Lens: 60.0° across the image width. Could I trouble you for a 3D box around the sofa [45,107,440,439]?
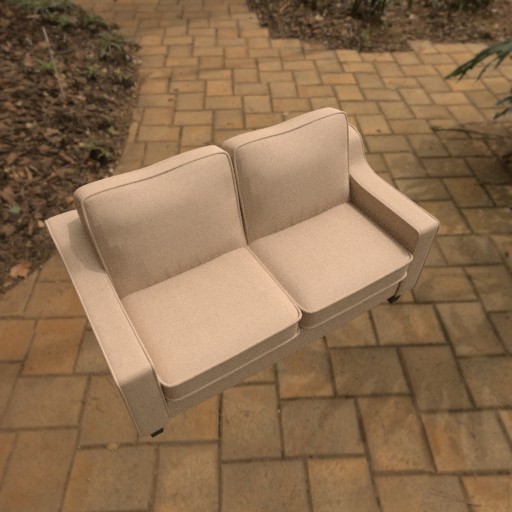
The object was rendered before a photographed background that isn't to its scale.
[{"bbox_3d":[0.000,0.000,3.442,2.587,1.562,1.351,-24,51,-21],"label":"sofa"}]
